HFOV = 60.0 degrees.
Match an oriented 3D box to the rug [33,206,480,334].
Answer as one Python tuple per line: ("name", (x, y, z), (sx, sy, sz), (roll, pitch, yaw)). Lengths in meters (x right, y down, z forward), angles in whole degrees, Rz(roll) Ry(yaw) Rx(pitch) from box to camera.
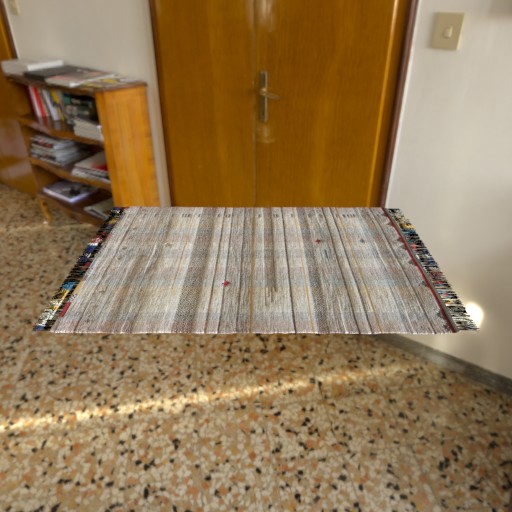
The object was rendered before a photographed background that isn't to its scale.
("rug", (0.000, 0.000, 2.307), (1.848, 0.012, 1.217), (0, 31, 0))
